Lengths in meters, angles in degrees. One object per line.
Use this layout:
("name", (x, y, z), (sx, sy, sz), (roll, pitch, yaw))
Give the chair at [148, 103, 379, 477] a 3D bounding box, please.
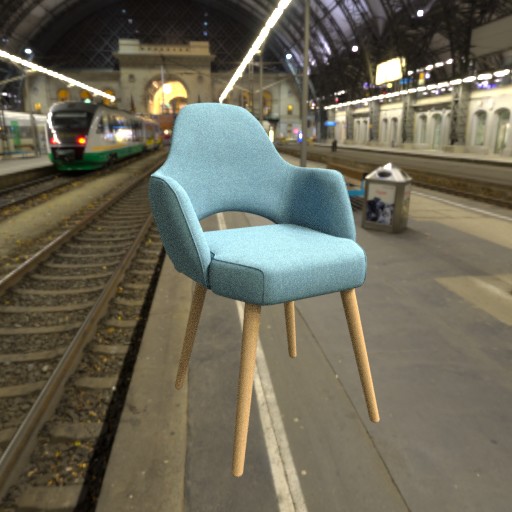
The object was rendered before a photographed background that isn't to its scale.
("chair", (0.000, 0.000, 1.355), (0.589, 0.920, 0.666), (-8, 17, -27))
